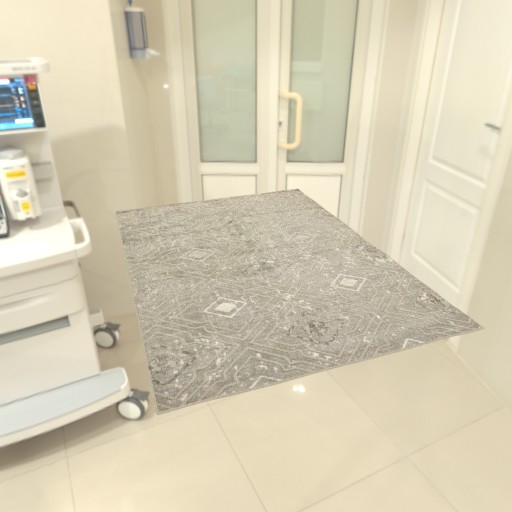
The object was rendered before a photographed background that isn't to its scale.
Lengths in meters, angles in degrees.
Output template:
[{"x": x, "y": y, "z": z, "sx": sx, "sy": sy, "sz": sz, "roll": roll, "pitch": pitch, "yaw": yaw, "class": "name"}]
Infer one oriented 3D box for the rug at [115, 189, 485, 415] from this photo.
[{"x": 0.000, "y": 0.000, "z": 4.347, "sx": 2.448, "sy": 0.020, "sz": 3.359, "roll": -10, "pitch": 29, "yaw": -17, "class": "rug"}]
